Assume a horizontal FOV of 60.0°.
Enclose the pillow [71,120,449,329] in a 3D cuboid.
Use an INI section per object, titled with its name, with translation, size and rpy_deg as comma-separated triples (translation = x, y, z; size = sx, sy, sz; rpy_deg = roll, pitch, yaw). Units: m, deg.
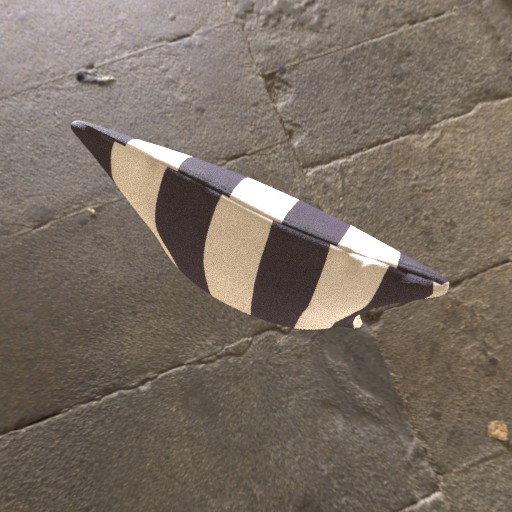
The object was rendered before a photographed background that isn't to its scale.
[pillow]
translation = 0.000, 0.000, 0.804
size = 0.536, 0.526, 0.189
rpy_deg = 23, 78, 5
